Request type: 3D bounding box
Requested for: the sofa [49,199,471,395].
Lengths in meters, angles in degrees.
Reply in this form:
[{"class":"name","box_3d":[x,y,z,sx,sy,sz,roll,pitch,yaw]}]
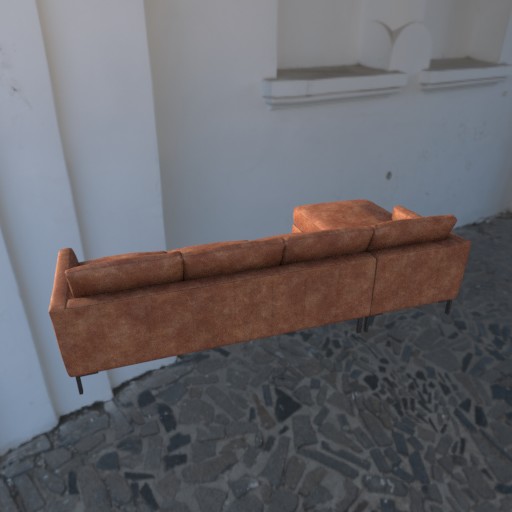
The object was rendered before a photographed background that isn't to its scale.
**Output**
[{"class":"sofa","box_3d":[0.000,0.000,3.655,2.993,0.859,1.471,-9,28,-17]}]
